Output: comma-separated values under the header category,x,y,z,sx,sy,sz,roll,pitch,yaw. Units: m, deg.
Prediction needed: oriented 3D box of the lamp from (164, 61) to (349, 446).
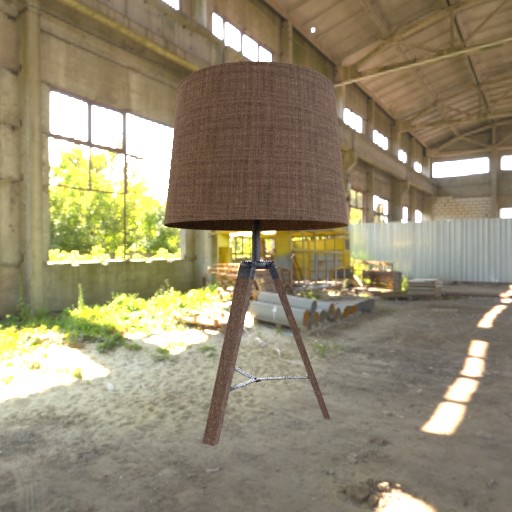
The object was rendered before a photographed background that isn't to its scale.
category,x,y,z,sx,sy,sz,roll,pitch,yaw
lamp,0.000,0.000,0.708,0.290,0.514,0.290,0,0,0
